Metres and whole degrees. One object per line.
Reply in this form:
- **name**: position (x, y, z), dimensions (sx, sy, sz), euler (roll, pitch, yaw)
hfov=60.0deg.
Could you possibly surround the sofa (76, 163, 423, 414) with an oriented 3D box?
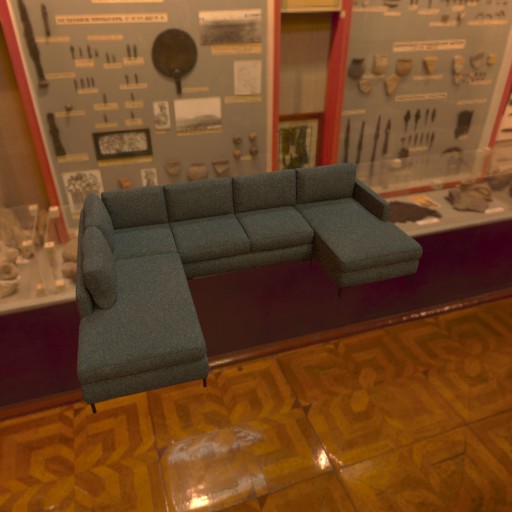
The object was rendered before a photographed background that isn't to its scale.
- **sofa**: position (0.000, 0.000, 3.897), dimensions (2.956, 0.813, 2.007), euler (-9, 34, -14)
